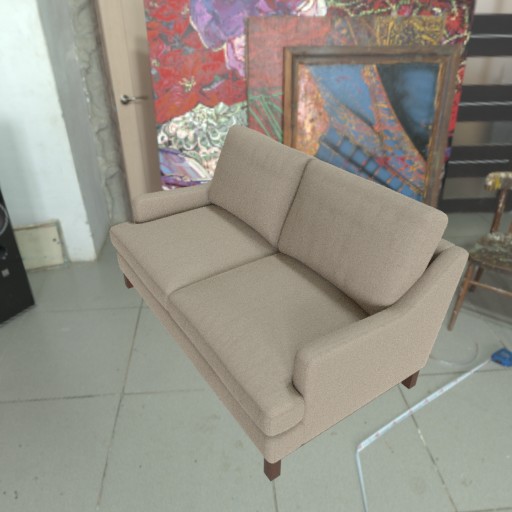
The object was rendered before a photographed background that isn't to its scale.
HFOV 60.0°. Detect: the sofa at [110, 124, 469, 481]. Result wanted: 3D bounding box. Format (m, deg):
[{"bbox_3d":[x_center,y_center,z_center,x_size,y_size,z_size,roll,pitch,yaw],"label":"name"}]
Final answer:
[{"bbox_3d":[0.000,0.000,2.218,1.004,0.910,1.619,-20,37,-29],"label":"sofa"}]
